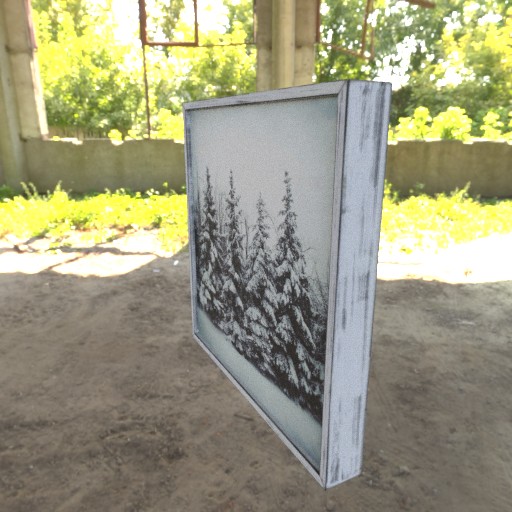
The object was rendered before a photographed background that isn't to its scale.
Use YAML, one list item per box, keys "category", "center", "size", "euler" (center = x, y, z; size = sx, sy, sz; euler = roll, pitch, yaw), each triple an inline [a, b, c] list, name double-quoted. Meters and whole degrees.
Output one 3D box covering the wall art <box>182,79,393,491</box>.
- category: "wall art"
  center: [0.000, 0.000, 0.444]
  size: [0.036, 0.303, 0.303]
  euler: [-8, 18, -27]
